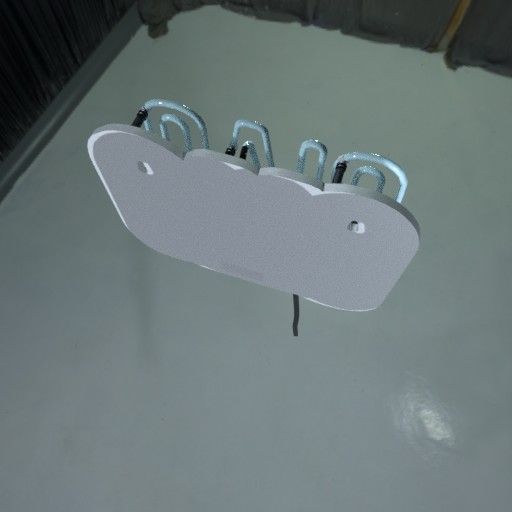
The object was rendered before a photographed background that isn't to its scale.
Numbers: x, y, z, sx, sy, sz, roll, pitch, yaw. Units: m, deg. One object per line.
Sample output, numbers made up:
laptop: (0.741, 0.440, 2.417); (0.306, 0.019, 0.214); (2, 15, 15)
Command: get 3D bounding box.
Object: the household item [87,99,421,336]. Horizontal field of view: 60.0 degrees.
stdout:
household item: (0.000, 0.000, 0.378); (0.211, 0.294, 0.042); (17, 64, 8)
